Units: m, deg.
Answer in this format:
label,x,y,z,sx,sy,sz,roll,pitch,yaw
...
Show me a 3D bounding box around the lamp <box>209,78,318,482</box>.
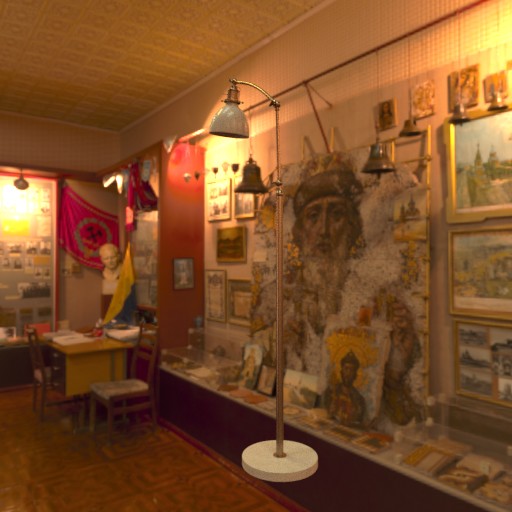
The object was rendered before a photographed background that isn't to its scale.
label,x,y,z,sx,sy,sz,roll,pitch,yaw
lamp,0.000,0.000,1.829,0.288,1.586,0.599,1,-1,-36
